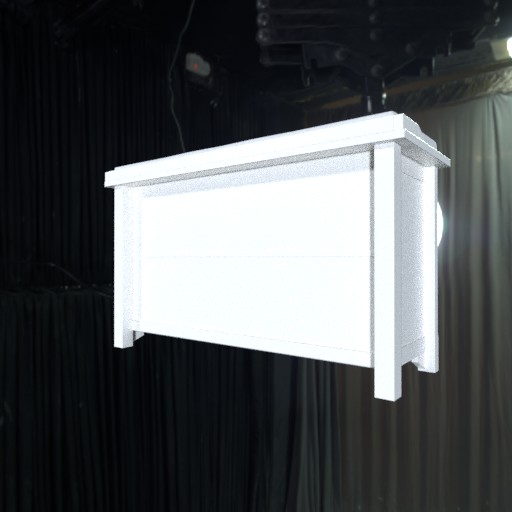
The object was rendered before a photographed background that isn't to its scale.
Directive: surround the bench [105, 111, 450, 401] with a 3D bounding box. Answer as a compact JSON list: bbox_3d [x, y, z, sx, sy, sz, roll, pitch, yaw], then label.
[{"bbox_3d":[0.000,0.000,1.294,0.987,0.589,0.346,0,0,37],"label":"bench"}]
